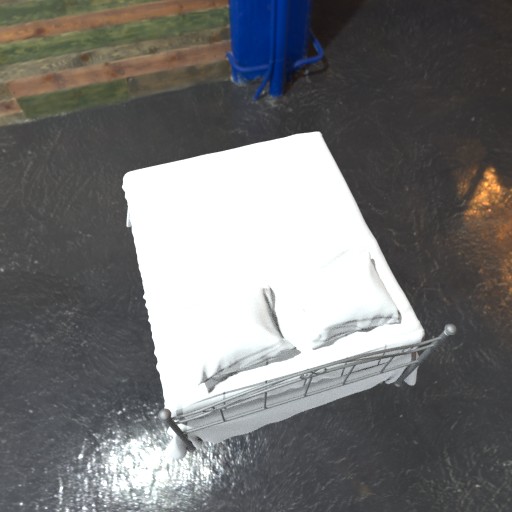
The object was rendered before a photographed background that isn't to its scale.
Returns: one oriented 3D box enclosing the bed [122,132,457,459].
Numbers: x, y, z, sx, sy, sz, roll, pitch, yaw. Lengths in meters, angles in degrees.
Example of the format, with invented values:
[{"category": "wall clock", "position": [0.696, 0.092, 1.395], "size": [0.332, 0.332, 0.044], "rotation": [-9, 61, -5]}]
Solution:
[{"category": "bed", "position": [0.000, 0.000, 3.269], "size": [1.936, 1.080, 2.215], "rotation": [-14, 60, -8]}]
